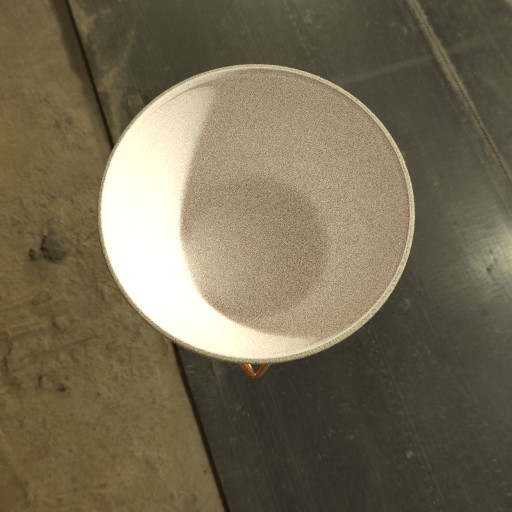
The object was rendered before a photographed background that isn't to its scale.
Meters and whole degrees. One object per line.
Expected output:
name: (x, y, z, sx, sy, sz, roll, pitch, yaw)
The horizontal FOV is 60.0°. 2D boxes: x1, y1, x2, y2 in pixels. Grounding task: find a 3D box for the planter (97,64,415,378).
planter: (0.000, 0.000, 0.731, 0.350, 0.504, 0.350, 31, 78, 7)
